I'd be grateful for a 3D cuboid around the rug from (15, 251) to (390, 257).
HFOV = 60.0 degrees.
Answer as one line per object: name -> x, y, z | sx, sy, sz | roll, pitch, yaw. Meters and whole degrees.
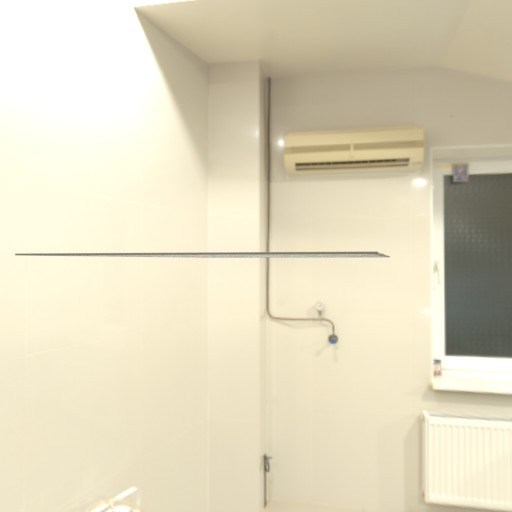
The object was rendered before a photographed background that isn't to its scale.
rug -> 0.000, 0.000, 4.221 | 2.393, 0.013, 3.307 | 0, -1, 18
